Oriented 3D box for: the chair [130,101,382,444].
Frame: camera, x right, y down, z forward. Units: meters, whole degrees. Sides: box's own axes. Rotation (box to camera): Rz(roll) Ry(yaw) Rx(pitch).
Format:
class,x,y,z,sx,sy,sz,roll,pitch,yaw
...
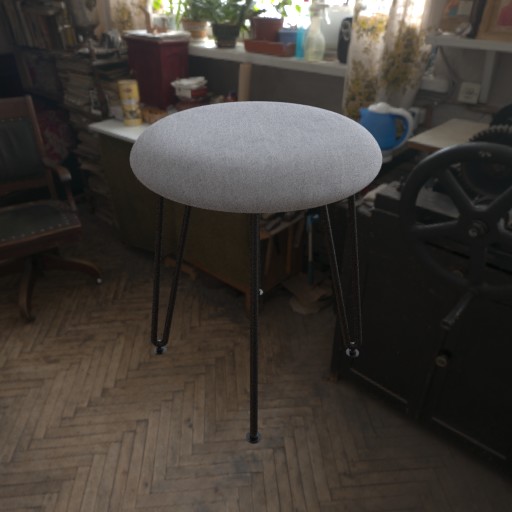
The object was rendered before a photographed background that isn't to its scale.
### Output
class,x,y,z,sx,sy,sz,roll,pitch,yaw
chair,0.000,0.000,0.644,0.350,0.386,0.350,1,33,1
